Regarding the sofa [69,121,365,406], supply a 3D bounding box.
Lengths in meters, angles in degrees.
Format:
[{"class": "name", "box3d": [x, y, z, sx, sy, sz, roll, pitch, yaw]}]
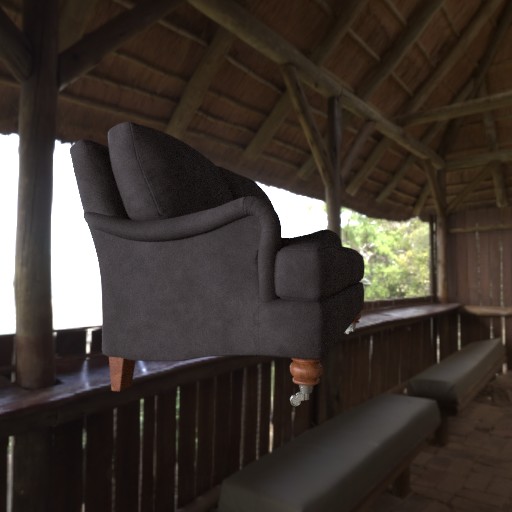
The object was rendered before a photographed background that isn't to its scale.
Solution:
[{"class": "sofa", "box3d": [0.000, 0.000, 2.506, 1.084, 1.101, 1.853, 0, -1, 18]}]
